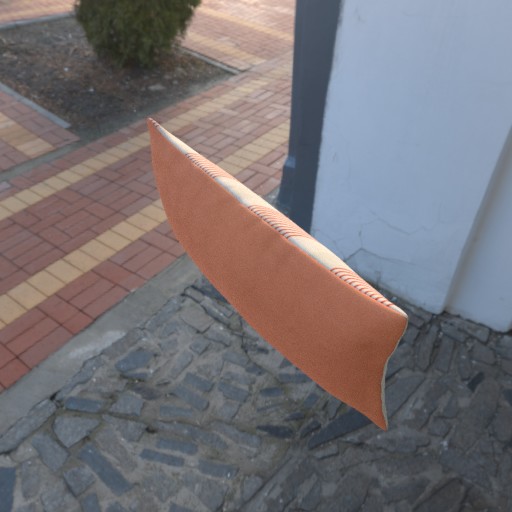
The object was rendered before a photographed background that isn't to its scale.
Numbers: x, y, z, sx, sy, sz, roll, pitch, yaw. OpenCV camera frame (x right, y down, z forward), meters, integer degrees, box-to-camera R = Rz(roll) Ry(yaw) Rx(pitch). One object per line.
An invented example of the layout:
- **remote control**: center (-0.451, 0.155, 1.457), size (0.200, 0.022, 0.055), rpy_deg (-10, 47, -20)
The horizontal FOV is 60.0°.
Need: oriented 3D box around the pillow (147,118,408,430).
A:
- **pillow**: center (0.000, 0.000, 0.743), size (0.156, 0.292, 0.608), rpy_deg (-25, 47, -26)
